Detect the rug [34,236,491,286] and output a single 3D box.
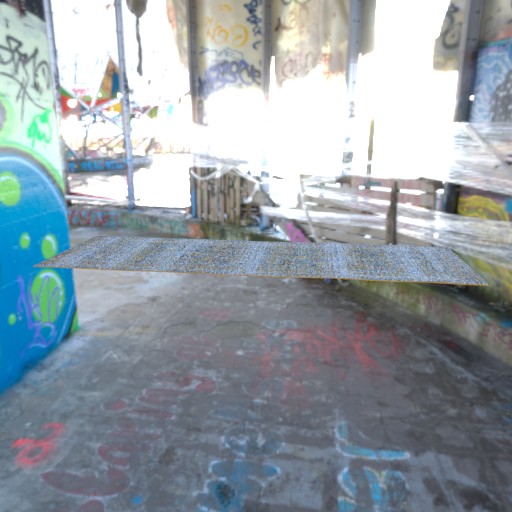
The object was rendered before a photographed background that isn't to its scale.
[{"bbox_3d":[0.000,0.000,2.537,2.294,0.014,0.704,2,16,7],"label":"rug"}]
